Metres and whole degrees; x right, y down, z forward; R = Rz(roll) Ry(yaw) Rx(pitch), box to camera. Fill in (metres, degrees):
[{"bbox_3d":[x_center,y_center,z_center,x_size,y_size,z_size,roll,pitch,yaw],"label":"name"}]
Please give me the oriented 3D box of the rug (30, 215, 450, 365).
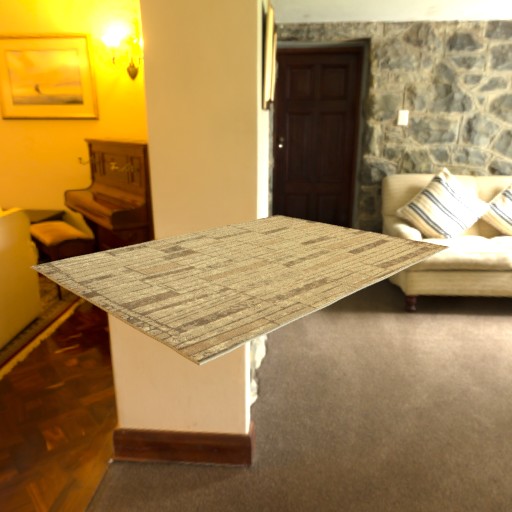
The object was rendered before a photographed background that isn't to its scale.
[{"bbox_3d":[0.000,0.000,4.325,2.449,0.019,3.357,16,23,42],"label":"rug"}]
